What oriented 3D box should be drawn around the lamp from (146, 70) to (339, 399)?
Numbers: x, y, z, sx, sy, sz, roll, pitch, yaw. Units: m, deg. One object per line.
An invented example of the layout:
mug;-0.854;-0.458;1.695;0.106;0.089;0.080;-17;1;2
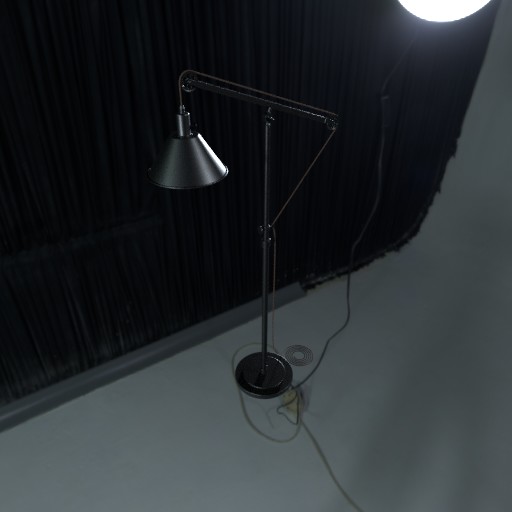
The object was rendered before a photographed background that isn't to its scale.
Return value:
lamp;0.000;0.000;2.000;0.904;1.626;0.319;-22;38;-30
